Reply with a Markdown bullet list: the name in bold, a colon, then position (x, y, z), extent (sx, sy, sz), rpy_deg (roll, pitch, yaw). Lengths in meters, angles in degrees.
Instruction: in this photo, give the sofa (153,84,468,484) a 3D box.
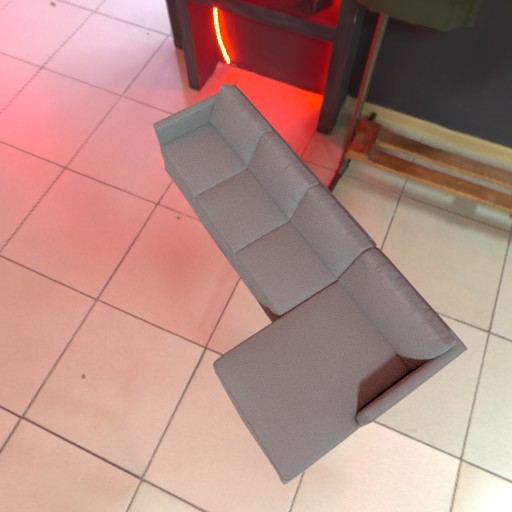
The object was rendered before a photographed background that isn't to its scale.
- **sofa**: position (0.000, 0.000, 3.818), extent (1.622, 0.867, 3.177), rpy_deg (-31, 68, -14)
